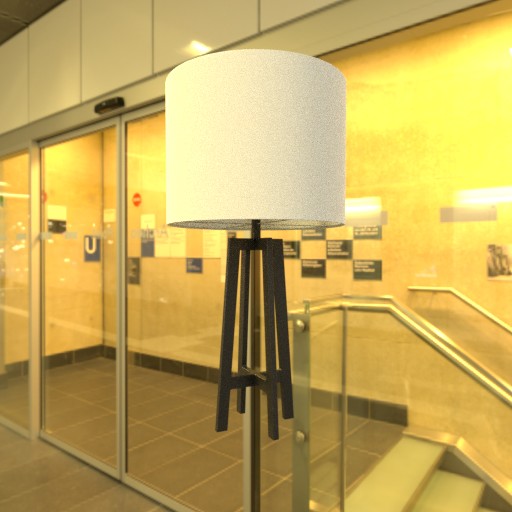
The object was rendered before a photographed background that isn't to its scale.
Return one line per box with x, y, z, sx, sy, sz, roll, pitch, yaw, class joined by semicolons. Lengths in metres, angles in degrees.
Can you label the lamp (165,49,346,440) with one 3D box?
0.000;0.000;0.644;0.257;0.489;0.257;0;0;19;lamp
